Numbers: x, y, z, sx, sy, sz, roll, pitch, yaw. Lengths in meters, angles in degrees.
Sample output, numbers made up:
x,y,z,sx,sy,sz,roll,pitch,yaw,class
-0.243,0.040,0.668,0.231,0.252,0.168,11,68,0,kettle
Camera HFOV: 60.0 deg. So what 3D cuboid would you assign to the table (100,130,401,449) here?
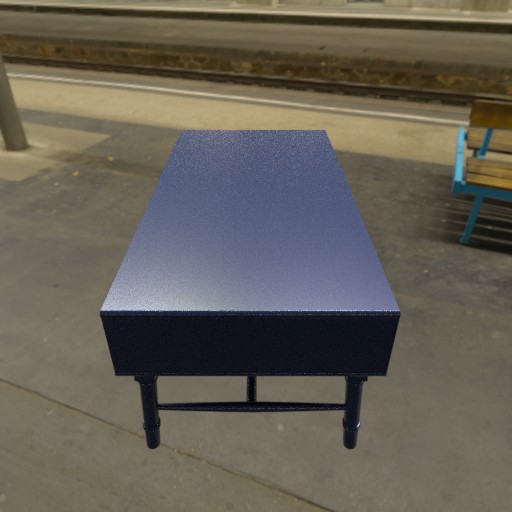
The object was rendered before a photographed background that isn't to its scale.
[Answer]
x,y,z,sx,sy,sz,roll,pitch,yaw,class
0.000,0.000,1.378,0.572,0.457,1.067,0,33,0,table
